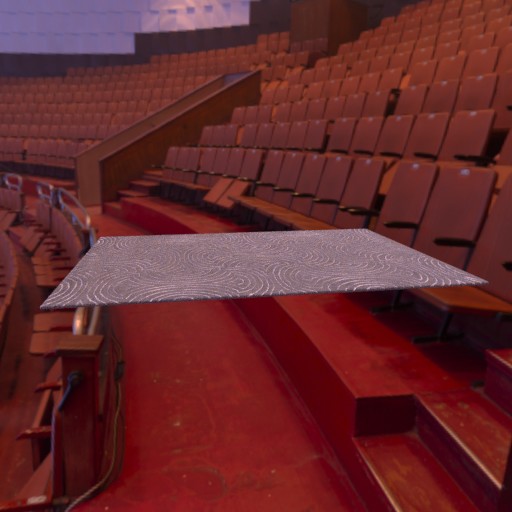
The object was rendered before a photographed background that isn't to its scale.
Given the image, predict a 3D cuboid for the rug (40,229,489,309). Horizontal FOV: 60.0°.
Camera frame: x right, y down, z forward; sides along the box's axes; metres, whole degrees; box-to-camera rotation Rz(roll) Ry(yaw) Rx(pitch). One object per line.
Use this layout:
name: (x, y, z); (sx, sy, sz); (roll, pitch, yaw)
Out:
rug: (0.000, 0.000, 2.815); (2.144, 0.015, 1.543); (-2, 14, -9)
